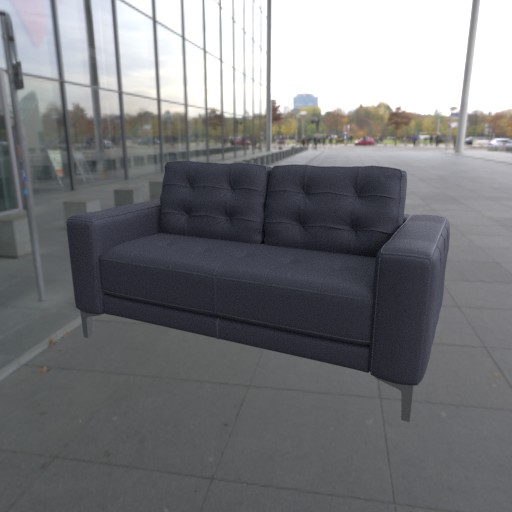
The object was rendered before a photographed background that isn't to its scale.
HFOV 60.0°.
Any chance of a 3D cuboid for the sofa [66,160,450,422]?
[{"bbox_3d":[0.000,0.000,2.207,1.726,0.893,0.833,7,17,25],"label":"sofa"}]
